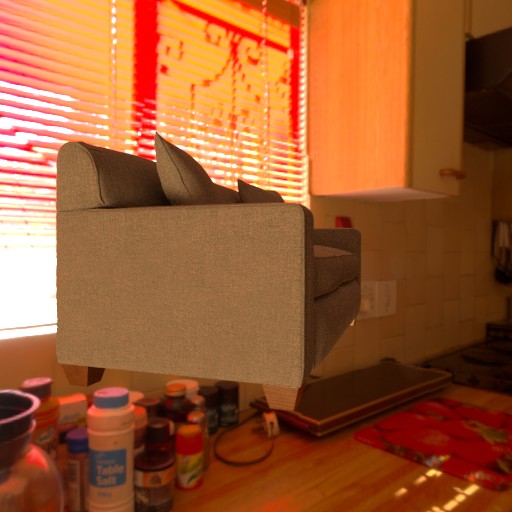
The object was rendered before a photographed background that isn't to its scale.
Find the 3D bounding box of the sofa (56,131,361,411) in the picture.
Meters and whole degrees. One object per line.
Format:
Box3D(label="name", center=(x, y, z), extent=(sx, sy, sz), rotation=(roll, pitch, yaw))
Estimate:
Box3D(label="sofa", center=(0.000, 0.000, 2.366), extent=(1.000, 0.958, 1.846), rotation=(0, 1, 19))
